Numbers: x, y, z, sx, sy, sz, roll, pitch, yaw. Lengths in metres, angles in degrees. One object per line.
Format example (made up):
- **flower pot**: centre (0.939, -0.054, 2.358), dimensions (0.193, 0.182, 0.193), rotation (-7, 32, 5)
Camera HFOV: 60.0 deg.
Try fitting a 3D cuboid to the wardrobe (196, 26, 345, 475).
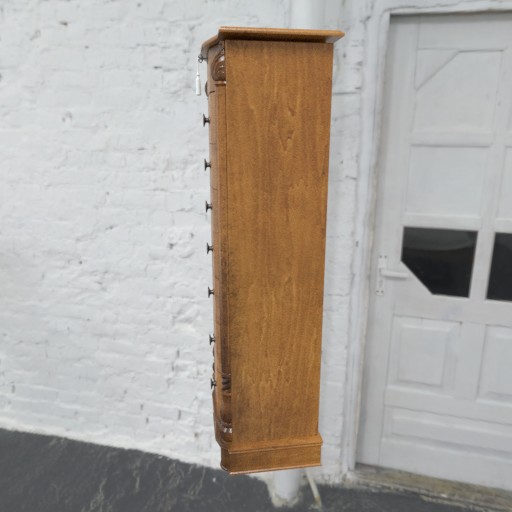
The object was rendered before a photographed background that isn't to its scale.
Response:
- **wardrobe**: centre (0.000, 0.000, 1.116), dimensions (0.273, 0.959, 0.406), rotation (-2, 15, -8)
